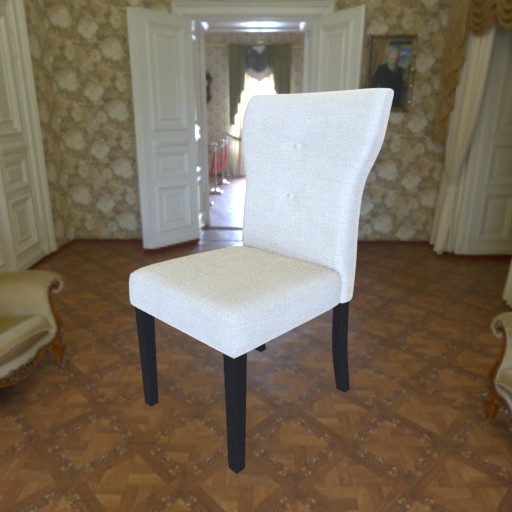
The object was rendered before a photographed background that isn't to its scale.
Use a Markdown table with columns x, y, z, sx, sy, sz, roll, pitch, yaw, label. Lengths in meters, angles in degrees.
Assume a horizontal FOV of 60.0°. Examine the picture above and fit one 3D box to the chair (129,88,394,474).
| x | y | z | sx | sy | sz | roll | pitch | yaw | label |
| --- | --- | --- | --- | --- | --- | --- | --- | --- | --- |
| 0.000 | 0.000 | 1.283 | 0.509 | 0.921 | 0.597 | 16 | 23 | 42 | chair |
